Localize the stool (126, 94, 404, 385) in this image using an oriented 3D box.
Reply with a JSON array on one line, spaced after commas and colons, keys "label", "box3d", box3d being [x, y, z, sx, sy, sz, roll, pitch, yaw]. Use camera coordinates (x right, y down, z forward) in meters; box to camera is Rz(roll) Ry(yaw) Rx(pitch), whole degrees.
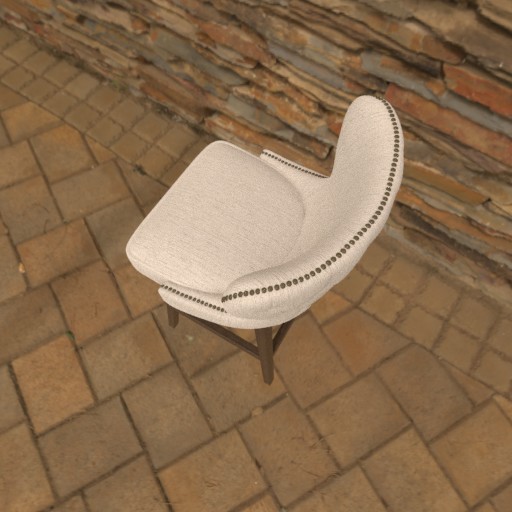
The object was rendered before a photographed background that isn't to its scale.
[{"label": "stool", "box3d": [0.000, 0.000, 1.341, 0.597, 0.972, 0.615, 28, 66, 13]}]
